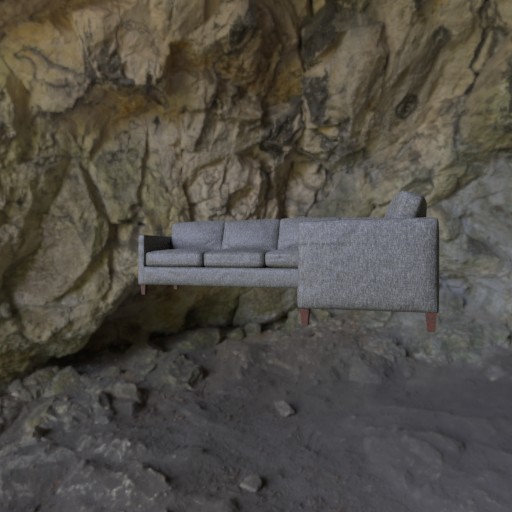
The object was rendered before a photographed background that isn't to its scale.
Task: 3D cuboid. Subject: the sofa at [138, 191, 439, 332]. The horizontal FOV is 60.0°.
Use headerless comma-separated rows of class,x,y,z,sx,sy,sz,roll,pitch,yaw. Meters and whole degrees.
sofa,0.000,0.000,4.512,3.302,0.947,2.593,0,1,18
